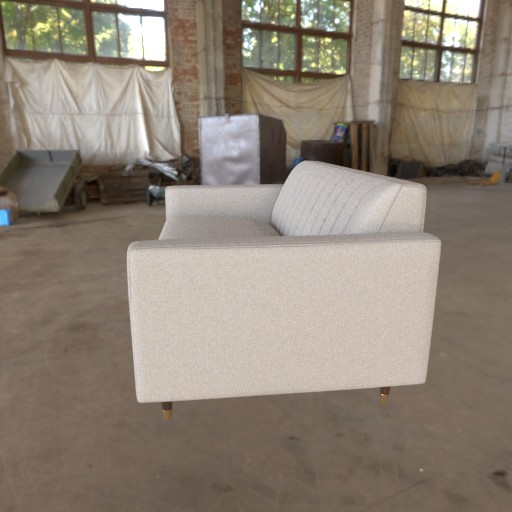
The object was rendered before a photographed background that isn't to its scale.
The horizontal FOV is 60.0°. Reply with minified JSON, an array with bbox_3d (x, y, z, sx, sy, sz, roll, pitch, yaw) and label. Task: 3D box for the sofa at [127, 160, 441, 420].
[{"bbox_3d":[0.000,0.000,2.075,0.950,0.801,1.585,-2,15,-7],"label":"sofa"}]
